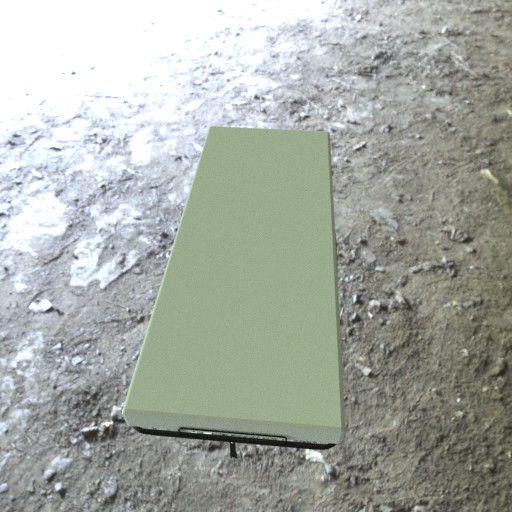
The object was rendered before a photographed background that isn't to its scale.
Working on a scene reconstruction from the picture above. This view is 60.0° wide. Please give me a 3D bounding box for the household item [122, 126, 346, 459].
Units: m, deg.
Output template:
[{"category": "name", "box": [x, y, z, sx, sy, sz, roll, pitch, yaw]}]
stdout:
[{"category": "household item", "box": [0.000, 0.000, 2.217, 0.787, 0.356, 1.905, 4, 46, 3]}]
